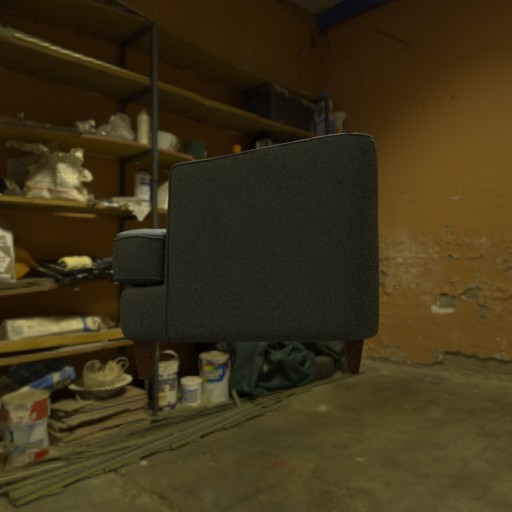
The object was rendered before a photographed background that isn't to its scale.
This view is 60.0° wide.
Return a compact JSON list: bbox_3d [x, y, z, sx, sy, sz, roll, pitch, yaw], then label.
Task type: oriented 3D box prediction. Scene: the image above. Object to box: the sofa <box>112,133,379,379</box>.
[{"bbox_3d":[0.000,0.000,2.267,0.941,0.855,1.733,0,-2,1],"label":"sofa"}]
